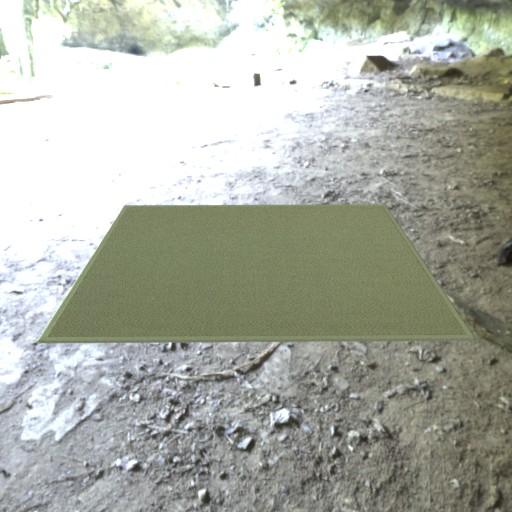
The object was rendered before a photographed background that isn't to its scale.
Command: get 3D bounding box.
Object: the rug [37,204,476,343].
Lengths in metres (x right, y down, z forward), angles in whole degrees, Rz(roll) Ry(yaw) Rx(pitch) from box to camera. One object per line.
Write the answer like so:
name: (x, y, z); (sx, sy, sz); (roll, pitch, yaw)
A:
rug: (0.000, 0.000, 4.111); (3.051, 0.020, 2.407); (0, 29, 0)
